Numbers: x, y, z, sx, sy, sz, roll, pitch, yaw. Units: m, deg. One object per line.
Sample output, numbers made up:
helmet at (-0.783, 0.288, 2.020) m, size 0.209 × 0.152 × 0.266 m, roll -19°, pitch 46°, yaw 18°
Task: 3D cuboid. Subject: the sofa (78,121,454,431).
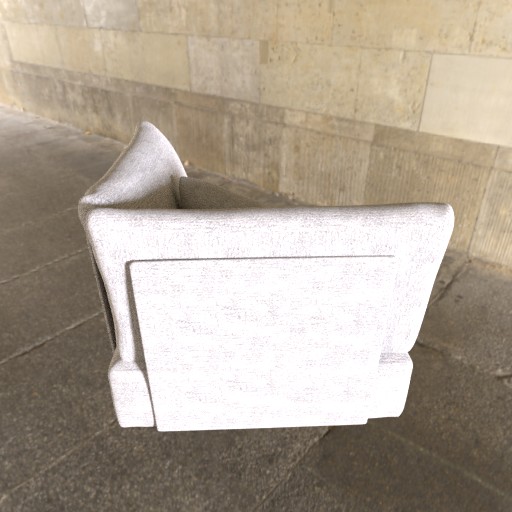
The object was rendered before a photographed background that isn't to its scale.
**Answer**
sofa at (0.000, 0.000, 1.706) m, size 1.000 × 0.820 × 1.000 m, roll -1°, pitch 30°, yaw -2°
